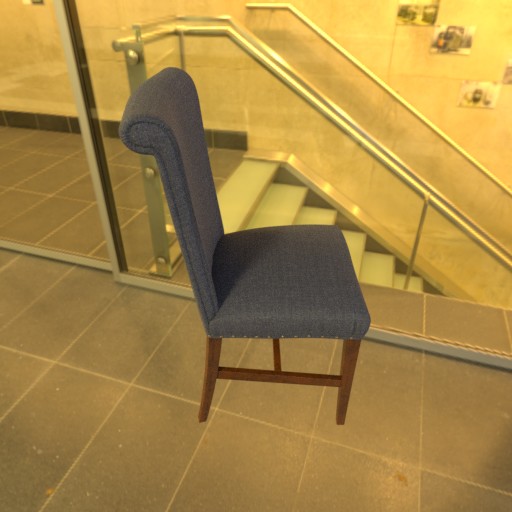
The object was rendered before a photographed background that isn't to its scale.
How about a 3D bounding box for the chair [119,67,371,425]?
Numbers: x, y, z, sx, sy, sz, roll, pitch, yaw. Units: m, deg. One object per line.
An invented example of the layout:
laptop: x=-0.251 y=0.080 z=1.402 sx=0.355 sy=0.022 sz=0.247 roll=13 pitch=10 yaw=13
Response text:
chair: x=0.000 y=0.000 z=1.344 sx=0.608 sy=0.988 sz=0.513 roll=-1 pitch=34 yaw=-1
